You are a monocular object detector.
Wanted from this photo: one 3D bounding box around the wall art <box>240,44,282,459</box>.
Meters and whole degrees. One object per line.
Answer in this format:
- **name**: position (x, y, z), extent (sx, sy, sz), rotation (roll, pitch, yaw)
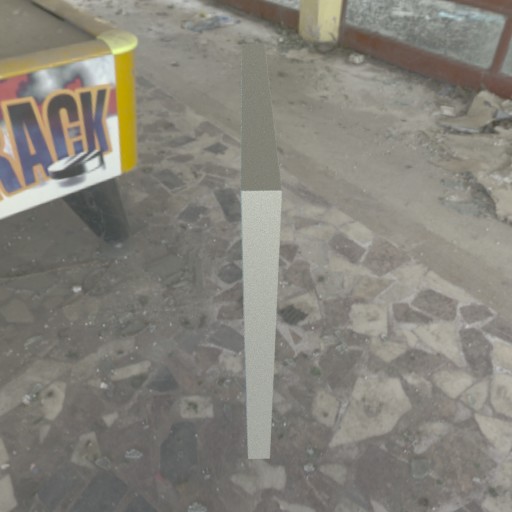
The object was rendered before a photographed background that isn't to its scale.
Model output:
- **wall art**: position (0.000, 0.000, 0.758), extent (0.039, 0.553, 0.445), rotation (-1, 42, -1)
